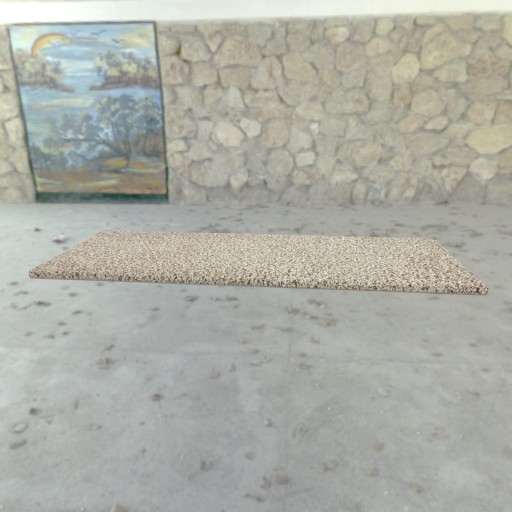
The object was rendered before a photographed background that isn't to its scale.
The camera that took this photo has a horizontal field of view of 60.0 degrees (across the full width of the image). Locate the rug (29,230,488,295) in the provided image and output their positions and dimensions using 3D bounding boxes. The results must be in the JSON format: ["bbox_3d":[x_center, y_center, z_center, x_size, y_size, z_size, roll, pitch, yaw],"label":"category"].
[{"bbox_3d":[0.000,0.000,1.741,1.524,0.030,0.609,2,17,6],"label":"rug"}]
